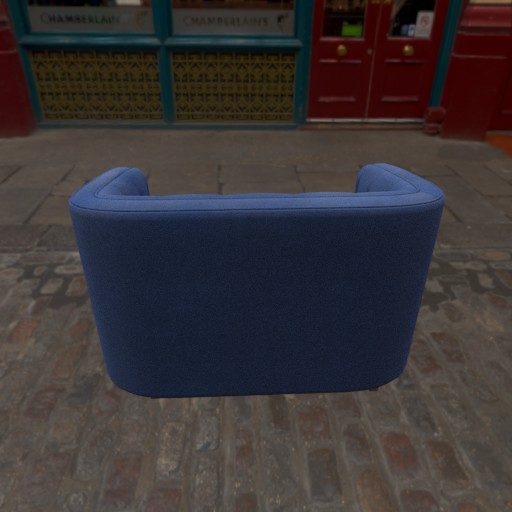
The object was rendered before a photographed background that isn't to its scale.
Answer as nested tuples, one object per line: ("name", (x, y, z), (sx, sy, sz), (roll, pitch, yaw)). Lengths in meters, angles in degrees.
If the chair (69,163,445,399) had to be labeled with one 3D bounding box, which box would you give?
("chair", (0.000, 0.000, 1.685), (1.118, 0.787, 0.914), (-1, 29, -2))
